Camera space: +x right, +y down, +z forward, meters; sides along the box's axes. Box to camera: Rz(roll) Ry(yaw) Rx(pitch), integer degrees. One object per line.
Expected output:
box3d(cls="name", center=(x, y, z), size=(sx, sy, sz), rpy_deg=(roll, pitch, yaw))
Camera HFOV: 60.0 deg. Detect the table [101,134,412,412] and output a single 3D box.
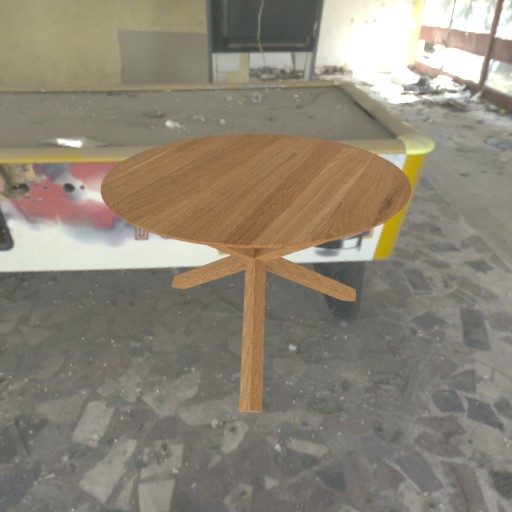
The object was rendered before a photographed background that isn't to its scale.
box3d(cls="table", center=(0.000, 0.000, 1.712), size=(1.038, 0.666, 1.038), rpy_deg=(0, 30, 0))
